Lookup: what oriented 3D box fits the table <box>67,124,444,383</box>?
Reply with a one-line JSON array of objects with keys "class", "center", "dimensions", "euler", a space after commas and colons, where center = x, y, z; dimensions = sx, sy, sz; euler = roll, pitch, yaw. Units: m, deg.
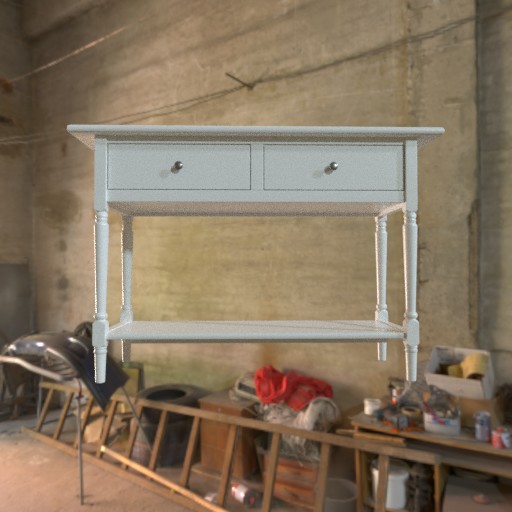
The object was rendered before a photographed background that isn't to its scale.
[{"class": "table", "center": [0.000, 0.000, 1.578], "dimensions": [1.191, 0.814, 0.386], "euler": [0, -1, -1]}]
